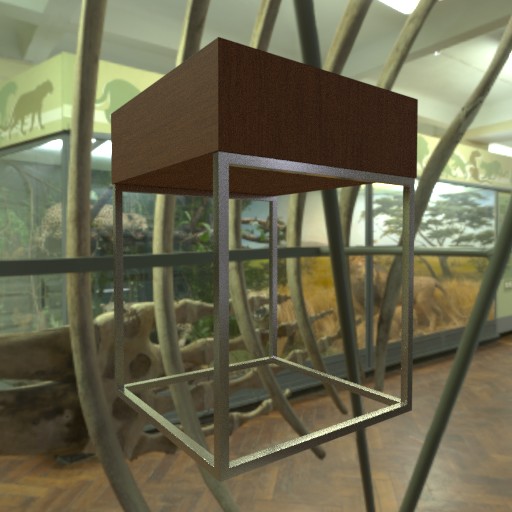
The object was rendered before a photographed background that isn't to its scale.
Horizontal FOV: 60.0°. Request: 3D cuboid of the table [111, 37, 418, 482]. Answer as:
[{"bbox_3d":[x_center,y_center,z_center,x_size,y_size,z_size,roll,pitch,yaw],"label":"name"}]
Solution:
[{"bbox_3d":[0.000,0.000,0.813,0.398,0.540,0.397,-1,2,-36],"label":"table"}]
